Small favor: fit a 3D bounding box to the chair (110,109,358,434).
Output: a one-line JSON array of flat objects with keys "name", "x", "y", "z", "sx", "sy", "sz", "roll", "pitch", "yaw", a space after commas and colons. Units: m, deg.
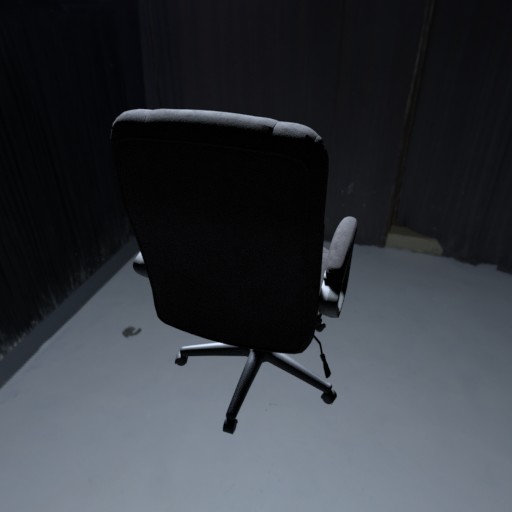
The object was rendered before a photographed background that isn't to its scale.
[{"name": "chair", "x": 0.000, "y": 0.000, "z": 1.500, "sx": 0.667, "sy": 1.105, "sz": 0.724, "roll": 10, "pitch": 33, "yaw": 16}]
